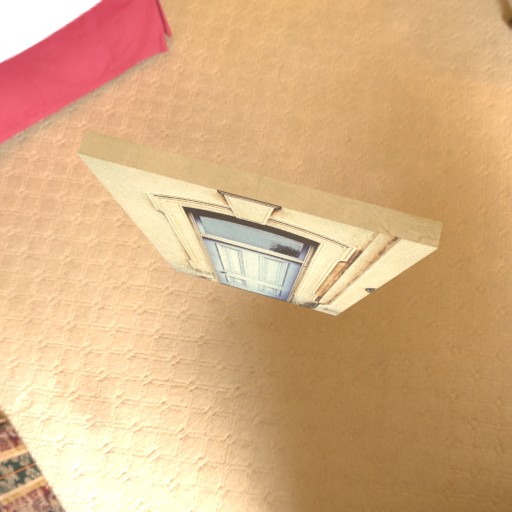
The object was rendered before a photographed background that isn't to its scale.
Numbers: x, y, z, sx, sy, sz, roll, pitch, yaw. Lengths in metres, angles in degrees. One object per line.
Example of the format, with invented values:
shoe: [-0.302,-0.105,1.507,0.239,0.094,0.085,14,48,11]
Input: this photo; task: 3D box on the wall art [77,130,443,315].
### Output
wall art: [0.000,0.000,0.975,0.508,0.764,0.038,15,76,4]
